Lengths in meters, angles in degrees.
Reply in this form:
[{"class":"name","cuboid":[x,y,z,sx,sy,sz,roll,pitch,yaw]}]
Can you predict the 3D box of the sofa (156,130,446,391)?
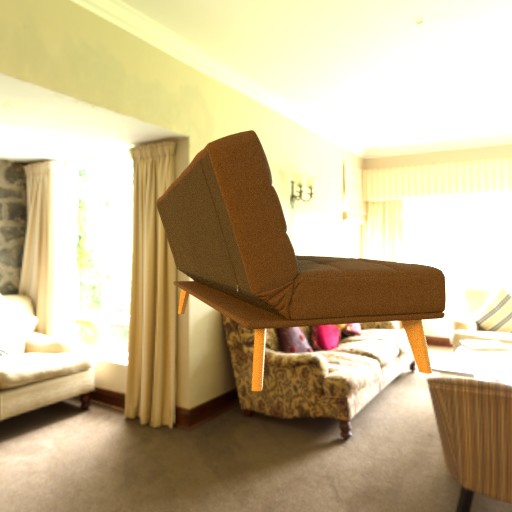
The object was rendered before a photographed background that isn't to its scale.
[{"class":"sofa","cuboid":[0.000,0.000,2.284,0.860,0.810,1.800,0,1,-18]}]
